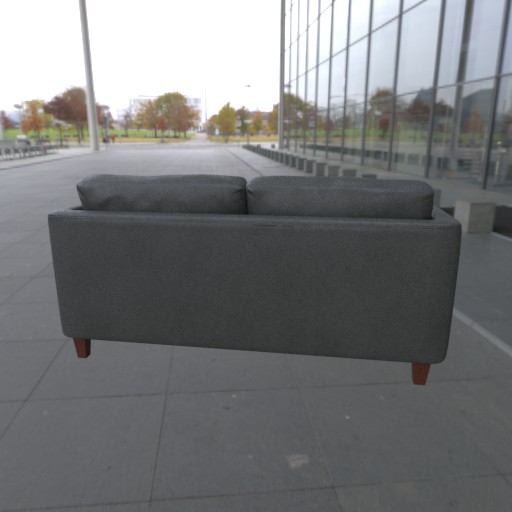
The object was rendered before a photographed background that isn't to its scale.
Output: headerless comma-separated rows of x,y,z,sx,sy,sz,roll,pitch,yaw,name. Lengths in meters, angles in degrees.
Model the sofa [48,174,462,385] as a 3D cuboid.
0.000,0.000,2.461,1.883,0.933,0.951,2,16,8,sofa
